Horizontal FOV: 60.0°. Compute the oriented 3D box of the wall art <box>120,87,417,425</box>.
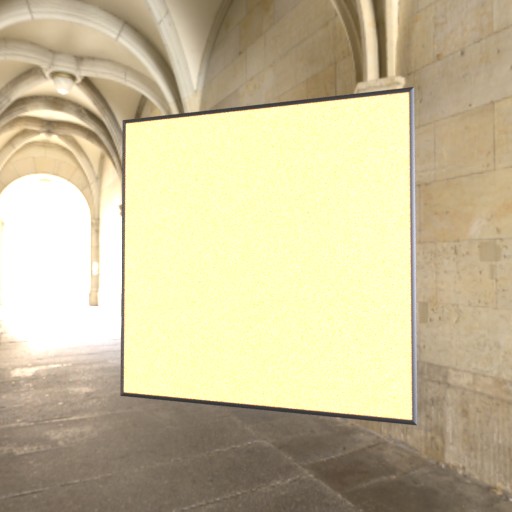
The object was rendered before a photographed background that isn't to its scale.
[{"bbox_3d":[0.000,0.000,1.136,0.769,0.766,0.042,0,-2,17],"label":"wall art"}]
